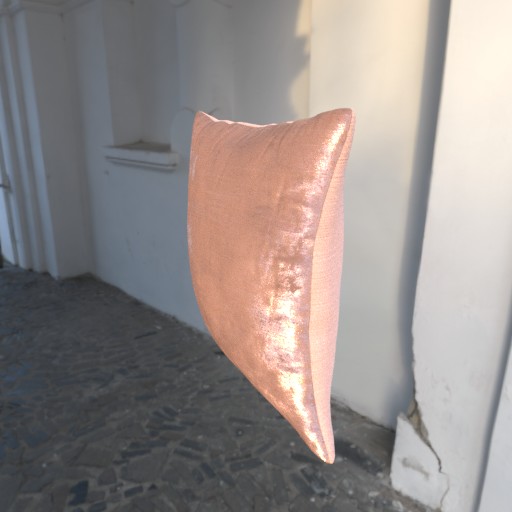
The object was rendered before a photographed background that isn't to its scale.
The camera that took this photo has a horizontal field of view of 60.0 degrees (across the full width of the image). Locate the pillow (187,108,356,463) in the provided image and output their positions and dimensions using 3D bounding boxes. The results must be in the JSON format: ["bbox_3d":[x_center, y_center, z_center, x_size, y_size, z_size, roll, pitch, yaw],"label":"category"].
[{"bbox_3d":[0.000,0.000,0.733,0.175,0.464,0.470,-8,19,-25],"label":"pillow"}]
